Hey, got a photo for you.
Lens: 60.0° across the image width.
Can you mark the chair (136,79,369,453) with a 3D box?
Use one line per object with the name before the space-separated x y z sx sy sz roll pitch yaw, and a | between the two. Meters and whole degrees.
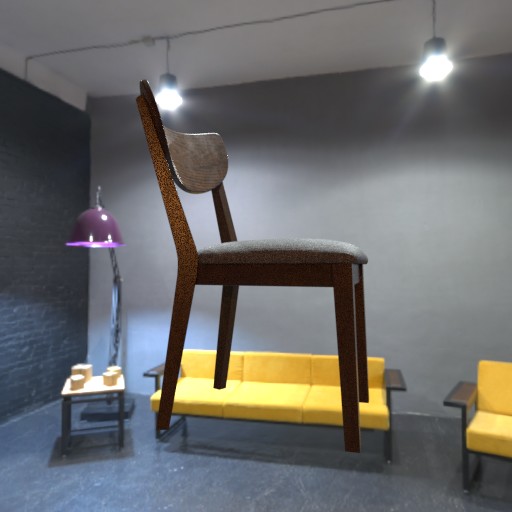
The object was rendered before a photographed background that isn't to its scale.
chair | 0.000 0.000 1.221 0.583 0.849 0.491 0 -2 17
